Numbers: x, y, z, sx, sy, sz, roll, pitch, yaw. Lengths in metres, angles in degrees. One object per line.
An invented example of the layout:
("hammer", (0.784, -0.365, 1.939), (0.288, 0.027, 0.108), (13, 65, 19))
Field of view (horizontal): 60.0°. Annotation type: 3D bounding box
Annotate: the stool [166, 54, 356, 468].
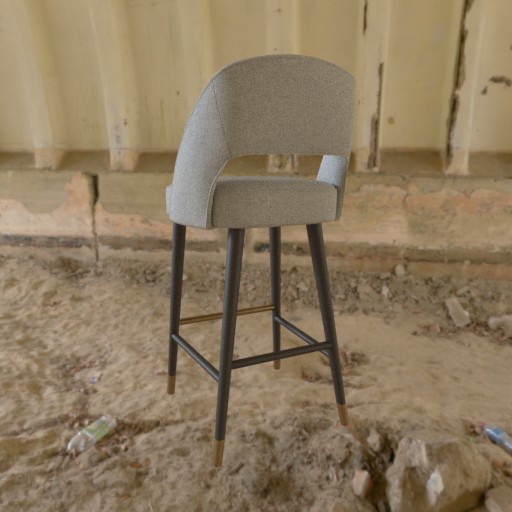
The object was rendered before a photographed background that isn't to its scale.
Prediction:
("stool", (0.000, 0.000, 1.343), (0.494, 1.037, 0.509), (-6, 13, -26))
